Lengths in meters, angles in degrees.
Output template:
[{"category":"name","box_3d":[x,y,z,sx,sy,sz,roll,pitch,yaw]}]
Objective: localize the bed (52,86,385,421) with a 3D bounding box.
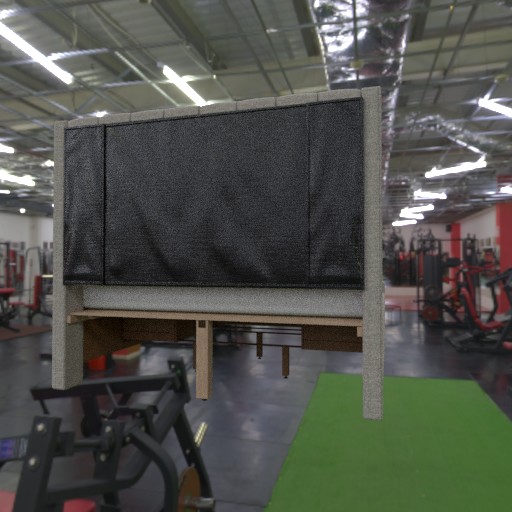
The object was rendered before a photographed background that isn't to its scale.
[{"category":"bed","box_3d":[0.000,0.000,3.687,2.044,1.748,2.372,0,-1,17]}]
